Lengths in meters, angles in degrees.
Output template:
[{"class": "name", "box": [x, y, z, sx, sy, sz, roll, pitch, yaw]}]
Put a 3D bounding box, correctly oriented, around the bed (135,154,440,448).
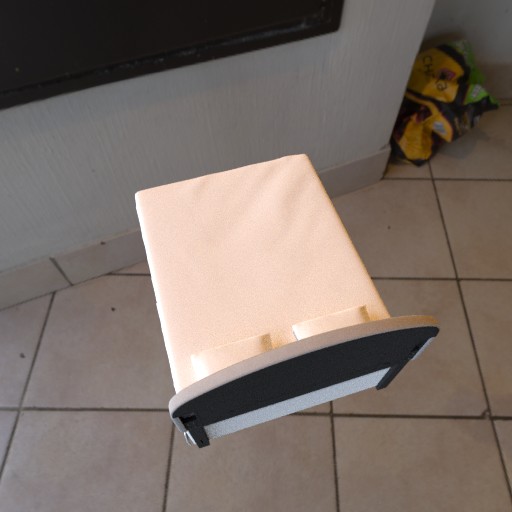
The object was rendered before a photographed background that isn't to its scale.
[{"class": "bed", "box": [0.000, 0.000, 3.149, 1.607, 1.410, 2.005, -15, 59, -9]}]
